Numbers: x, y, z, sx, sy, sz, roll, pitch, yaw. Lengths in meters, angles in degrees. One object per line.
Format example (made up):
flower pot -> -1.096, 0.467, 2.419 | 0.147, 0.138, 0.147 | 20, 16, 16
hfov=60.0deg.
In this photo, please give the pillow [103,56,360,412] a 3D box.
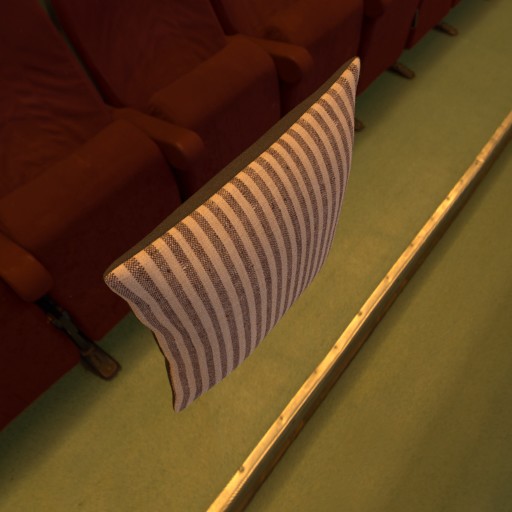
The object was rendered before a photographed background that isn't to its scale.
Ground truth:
pillow -> 0.000, 0.000, 0.787 | 0.166, 0.506, 0.523 | 34, 63, 20
